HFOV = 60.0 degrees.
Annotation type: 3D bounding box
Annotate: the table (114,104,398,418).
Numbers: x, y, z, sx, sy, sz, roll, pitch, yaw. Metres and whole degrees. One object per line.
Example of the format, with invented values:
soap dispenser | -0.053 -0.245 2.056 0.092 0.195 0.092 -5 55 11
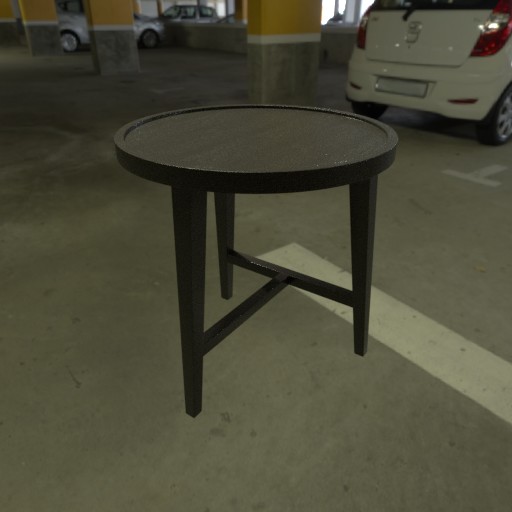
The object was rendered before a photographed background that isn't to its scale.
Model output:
table | 0.000 0.000 0.937 0.500 0.531 0.500 0 29 0
